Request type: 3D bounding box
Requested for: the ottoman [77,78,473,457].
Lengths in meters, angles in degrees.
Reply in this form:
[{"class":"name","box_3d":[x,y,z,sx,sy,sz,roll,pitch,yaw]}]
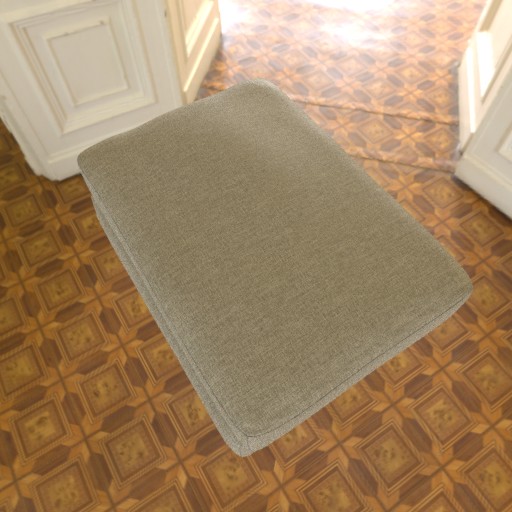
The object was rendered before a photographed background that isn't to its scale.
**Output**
[{"class":"ottoman","box_3d":[0.000,0.000,1.229,0.639,0.494,0.873,-29,63,-16]}]
